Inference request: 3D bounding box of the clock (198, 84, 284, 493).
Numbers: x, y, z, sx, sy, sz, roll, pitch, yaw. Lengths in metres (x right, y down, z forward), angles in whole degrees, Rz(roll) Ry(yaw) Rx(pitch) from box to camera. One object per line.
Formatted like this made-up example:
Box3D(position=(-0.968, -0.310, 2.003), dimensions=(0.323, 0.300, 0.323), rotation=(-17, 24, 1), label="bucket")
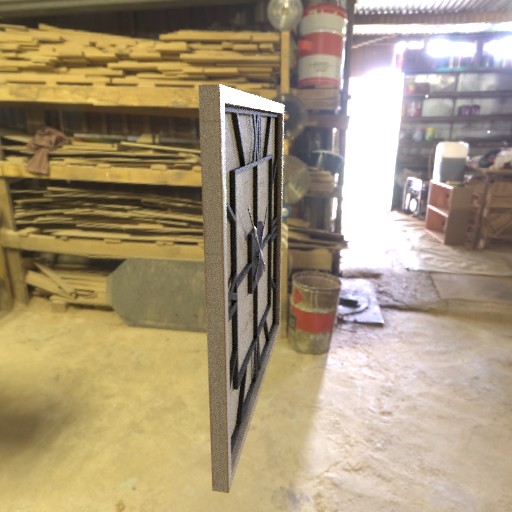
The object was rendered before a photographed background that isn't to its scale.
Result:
Box3D(position=(0.000, 0.000, 1.051), dimensions=(0.032, 0.705, 0.705), rotation=(3, 17, 10), label="clock")
